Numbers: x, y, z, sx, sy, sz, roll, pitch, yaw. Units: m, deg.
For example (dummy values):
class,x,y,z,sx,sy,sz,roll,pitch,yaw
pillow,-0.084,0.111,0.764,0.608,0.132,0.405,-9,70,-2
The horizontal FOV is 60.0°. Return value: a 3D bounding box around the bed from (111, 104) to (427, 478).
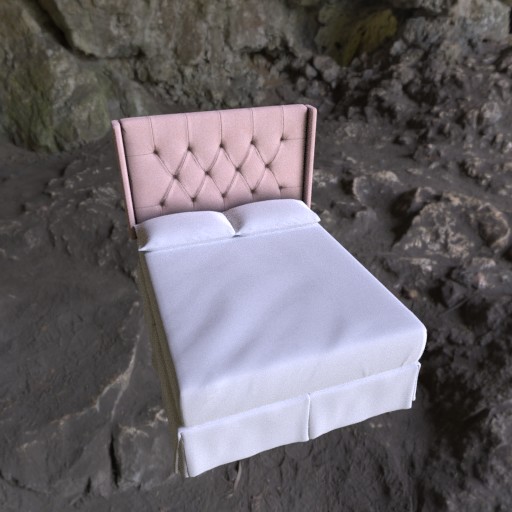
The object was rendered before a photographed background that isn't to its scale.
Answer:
class,x,y,z,sx,sy,sz,roll,pitch,yaw
bed,0.000,0.000,3.263,1.719,1.665,2.066,-10,32,-17
